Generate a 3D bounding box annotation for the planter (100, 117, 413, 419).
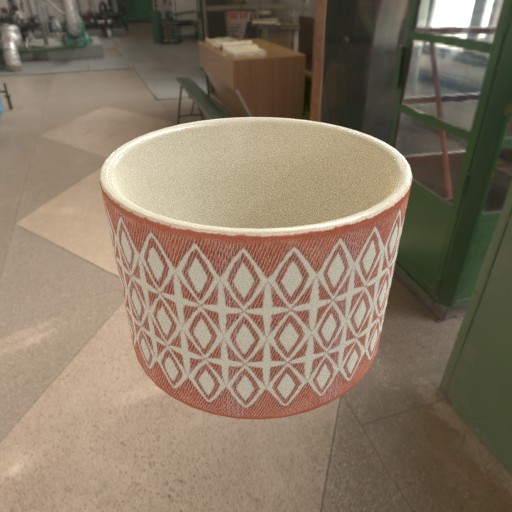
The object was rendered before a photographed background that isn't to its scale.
[{"bbox_3d":[0.000,0.000,0.322,0.192,0.148,0.192,0,33,0],"label":"planter"}]
